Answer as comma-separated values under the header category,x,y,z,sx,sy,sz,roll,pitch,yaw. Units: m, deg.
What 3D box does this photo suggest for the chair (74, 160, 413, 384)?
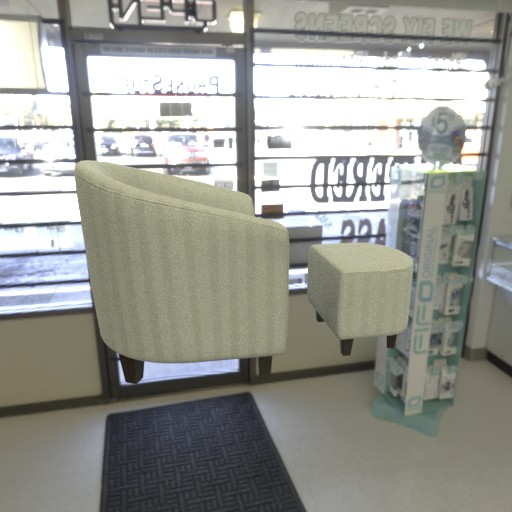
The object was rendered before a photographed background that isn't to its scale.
category,x,y,z,sx,sy,sz,roll,pitch,yaw
chair,0.000,0.000,1.766,1.288,0.757,0.756,-3,16,-10
